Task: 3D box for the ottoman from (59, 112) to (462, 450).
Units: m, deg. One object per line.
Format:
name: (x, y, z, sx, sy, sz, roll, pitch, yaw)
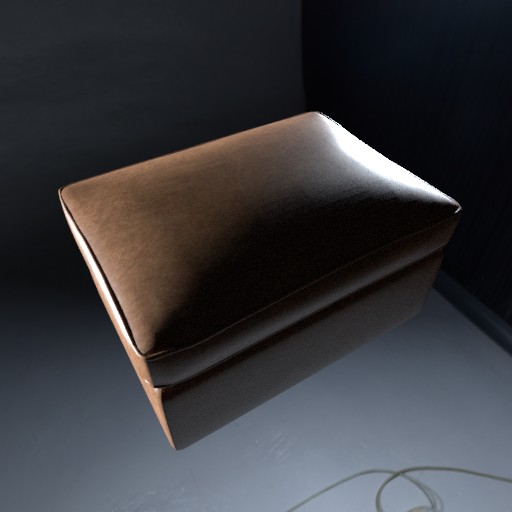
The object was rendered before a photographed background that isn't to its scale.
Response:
ottoman: (0.000, 0.000, 1.109, 0.756, 0.468, 0.554, -23, 49, -22)
